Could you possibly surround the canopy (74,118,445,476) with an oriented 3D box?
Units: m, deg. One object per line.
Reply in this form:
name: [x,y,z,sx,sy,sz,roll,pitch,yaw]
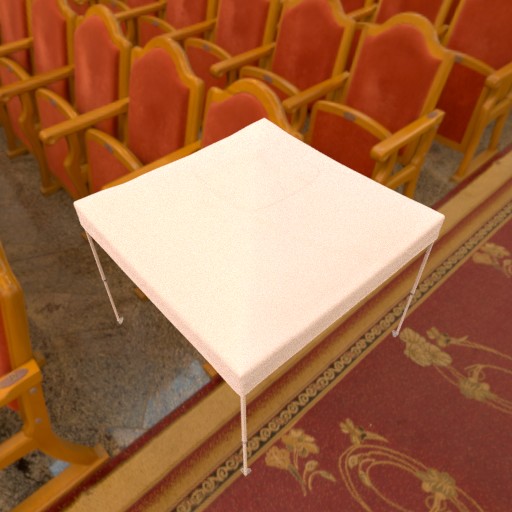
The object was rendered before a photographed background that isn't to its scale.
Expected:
canopy: [0.000,0.000,5.520,2.996,2.997,2.998,-32,53,-28]
